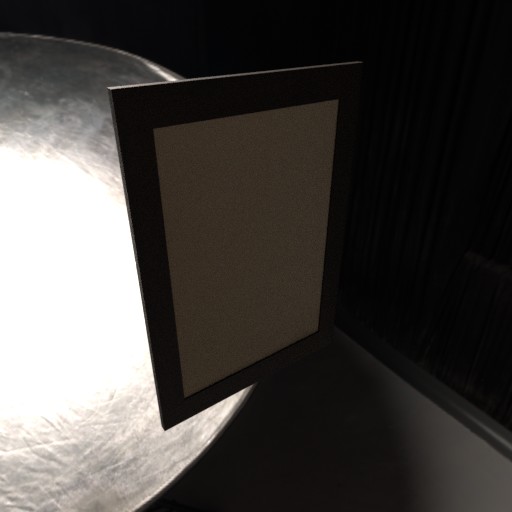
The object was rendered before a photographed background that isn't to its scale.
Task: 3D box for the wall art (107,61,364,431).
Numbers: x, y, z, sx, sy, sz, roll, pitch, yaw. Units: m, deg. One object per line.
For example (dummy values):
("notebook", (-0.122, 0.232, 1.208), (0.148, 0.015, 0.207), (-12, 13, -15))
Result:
("wall art", (0.000, 0.000, 0.658), (0.359, 0.508, 0.013), (-20, 36, -30))
